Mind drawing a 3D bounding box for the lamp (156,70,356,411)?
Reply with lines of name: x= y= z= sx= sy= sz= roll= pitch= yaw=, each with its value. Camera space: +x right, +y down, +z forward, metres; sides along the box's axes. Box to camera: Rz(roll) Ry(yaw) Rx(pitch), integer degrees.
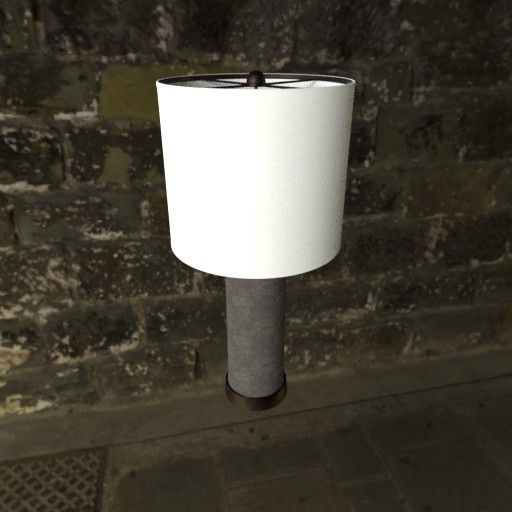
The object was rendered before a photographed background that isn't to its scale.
lamp: x=0.000 y=0.000 z=0.813 sx=0.301 sy=0.630 sz=0.301 roll=1 pitch=26 yaw=2
